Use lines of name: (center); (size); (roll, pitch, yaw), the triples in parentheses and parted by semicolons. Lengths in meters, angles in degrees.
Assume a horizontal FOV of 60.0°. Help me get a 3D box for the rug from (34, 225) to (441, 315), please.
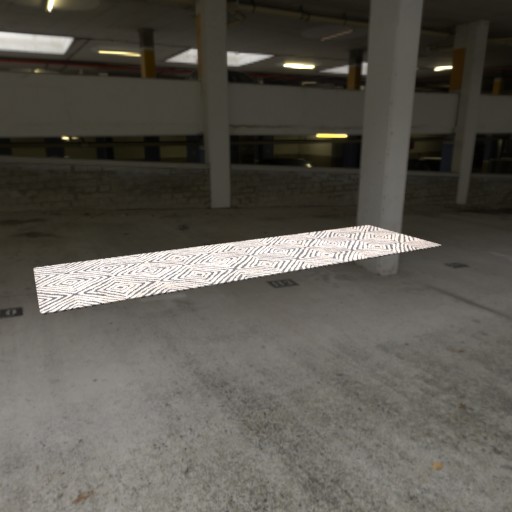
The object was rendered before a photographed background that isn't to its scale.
rug: (0.000, 0.000, 2.543); (2.277, 0.008, 0.676); (-8, 18, -27)
